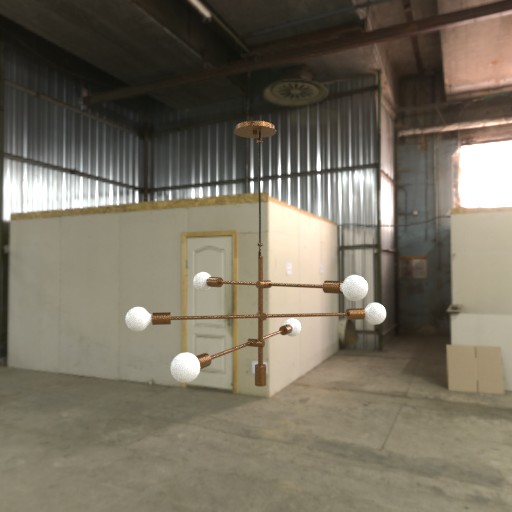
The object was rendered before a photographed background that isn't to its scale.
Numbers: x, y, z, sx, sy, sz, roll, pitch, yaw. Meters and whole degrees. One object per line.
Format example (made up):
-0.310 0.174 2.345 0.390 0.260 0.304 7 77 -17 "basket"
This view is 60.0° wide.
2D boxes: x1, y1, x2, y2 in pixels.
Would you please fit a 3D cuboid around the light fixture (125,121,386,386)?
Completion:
0.000 0.000 1.281 0.682 0.744 0.637 1 -1 -36 "light fixture"
